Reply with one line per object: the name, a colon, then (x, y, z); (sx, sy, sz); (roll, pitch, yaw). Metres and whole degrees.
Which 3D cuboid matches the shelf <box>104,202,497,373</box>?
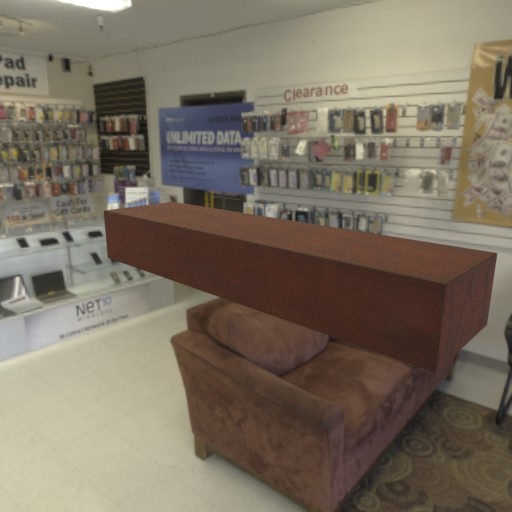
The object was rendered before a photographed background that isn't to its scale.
shelf: (0.000, 0.000, 0.660); (0.607, 0.088, 0.152); (14, 20, 41)
